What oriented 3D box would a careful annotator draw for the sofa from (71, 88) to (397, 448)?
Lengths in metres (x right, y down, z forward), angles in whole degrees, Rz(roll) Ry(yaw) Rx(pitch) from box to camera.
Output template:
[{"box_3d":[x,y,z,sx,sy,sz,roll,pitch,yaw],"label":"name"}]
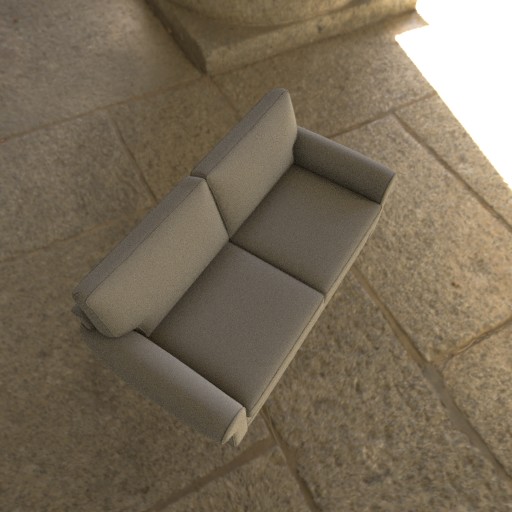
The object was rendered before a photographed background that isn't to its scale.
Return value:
[{"box_3d":[0.000,0.000,2.551,0.940,0.952,1.930,29,62,17],"label":"sofa"}]
